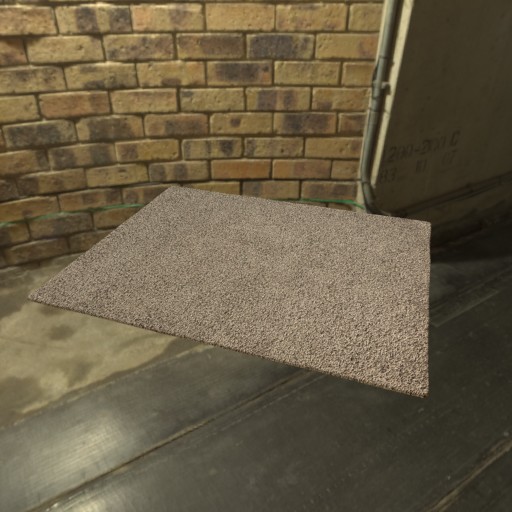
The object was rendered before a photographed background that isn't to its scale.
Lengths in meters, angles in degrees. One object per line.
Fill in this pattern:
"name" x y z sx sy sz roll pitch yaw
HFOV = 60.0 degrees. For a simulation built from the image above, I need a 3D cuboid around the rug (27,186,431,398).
"rug" 0.000 0.000 4.087 3.047 0.029 2.438 10 33 16
